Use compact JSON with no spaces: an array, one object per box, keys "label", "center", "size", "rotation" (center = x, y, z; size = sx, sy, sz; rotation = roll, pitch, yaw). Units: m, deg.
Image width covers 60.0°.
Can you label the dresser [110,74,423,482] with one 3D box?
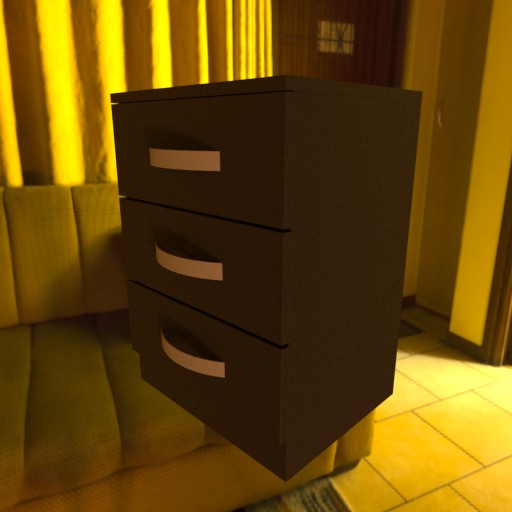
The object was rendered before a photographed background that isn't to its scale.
[{"label":"dresser","center":[0.000,0.000,0.805],"size":[0.400,0.560,0.360],"rotation":[16,22,43]}]
